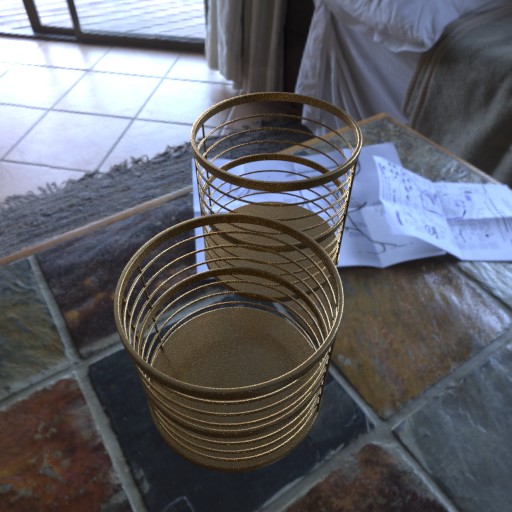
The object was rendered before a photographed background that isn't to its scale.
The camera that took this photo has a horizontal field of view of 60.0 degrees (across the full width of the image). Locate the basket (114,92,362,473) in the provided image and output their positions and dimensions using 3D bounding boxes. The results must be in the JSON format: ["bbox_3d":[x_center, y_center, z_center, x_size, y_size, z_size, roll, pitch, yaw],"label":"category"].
[{"bbox_3d":[0.000,0.000,0.919,0.356,0.351,0.746,9,47,8],"label":"basket"}]
